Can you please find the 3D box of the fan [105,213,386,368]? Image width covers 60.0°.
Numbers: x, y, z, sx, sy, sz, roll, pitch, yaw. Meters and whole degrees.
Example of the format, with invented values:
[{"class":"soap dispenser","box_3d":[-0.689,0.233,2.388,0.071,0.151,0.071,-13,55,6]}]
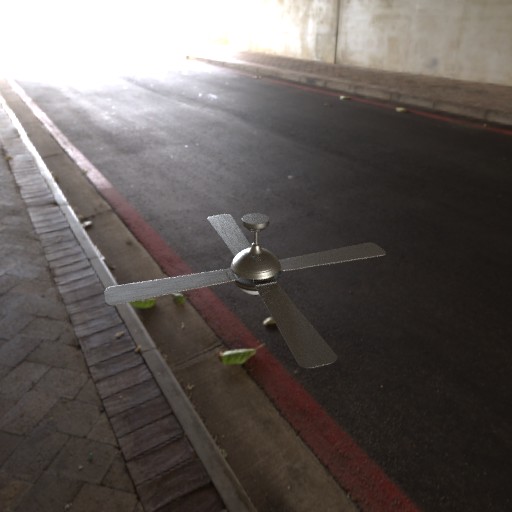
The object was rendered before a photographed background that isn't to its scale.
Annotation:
[{"class":"fan","box_3d":[0.000,0.000,2.077,1.321,0.381,1.321,1,29,1]}]
